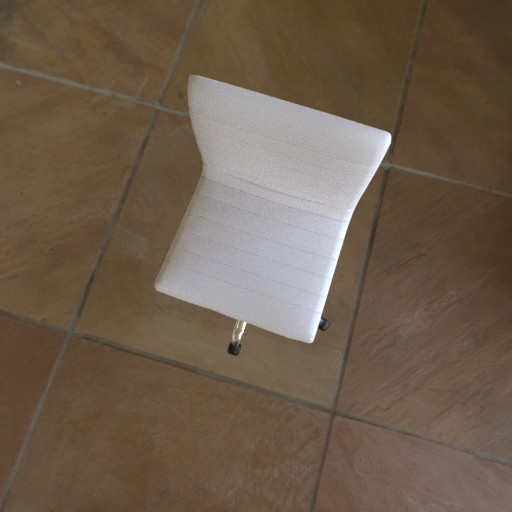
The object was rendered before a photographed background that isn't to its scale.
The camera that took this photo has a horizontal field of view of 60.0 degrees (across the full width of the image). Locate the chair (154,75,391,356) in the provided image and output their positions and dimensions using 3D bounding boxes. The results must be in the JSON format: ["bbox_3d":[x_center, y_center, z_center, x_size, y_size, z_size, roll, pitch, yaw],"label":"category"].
[{"bbox_3d":[0.000,0.000,1.081,0.520,0.750,0.455,18,75,5],"label":"chair"}]
